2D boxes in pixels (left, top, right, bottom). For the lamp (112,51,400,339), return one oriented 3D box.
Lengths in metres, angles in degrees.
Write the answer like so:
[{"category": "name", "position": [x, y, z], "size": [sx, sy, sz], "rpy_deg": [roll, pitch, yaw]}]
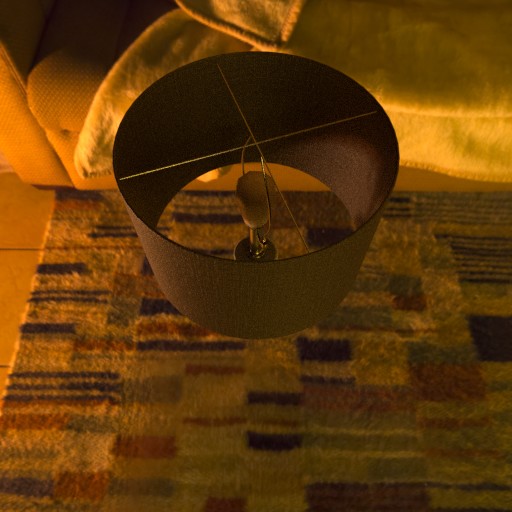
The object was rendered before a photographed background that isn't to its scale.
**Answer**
[{"category": "lamp", "position": [0.000, 0.000, 0.682], "size": [0.303, 0.488, 0.303], "rpy_deg": [0, 60, 0]}]
